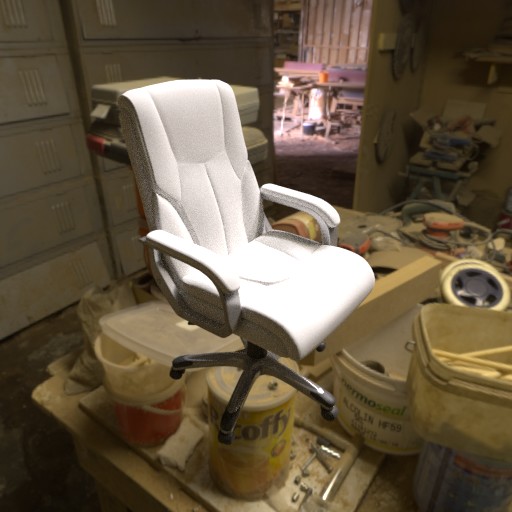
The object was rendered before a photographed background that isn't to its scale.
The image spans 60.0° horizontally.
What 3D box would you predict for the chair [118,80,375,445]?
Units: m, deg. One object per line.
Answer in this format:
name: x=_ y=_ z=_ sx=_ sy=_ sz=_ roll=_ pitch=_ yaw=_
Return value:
chair: x=0.000 y=0.000 z=1.566 sx=0.738 sy=1.120 sz=0.687 roll=19 pitch=33 yaw=33
